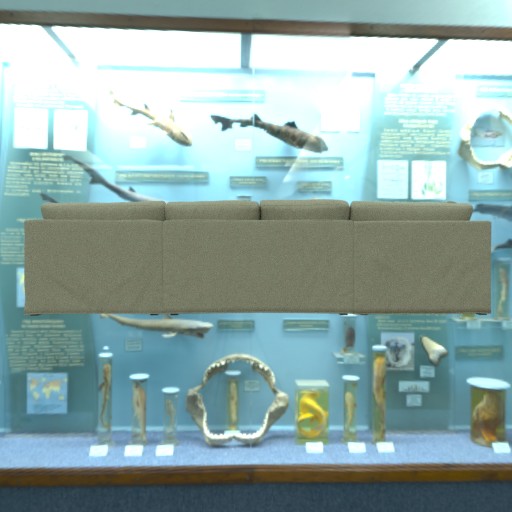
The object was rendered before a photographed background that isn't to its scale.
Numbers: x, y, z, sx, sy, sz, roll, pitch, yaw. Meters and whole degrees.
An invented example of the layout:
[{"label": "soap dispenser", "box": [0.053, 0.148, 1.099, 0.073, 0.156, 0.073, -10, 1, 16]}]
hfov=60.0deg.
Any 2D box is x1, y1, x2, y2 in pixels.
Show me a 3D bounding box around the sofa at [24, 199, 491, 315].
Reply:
[{"label": "sofa", "box": [0.000, 0.000, 4.441, 3.460, 0.882, 2.427, 0, 0, 0]}]
